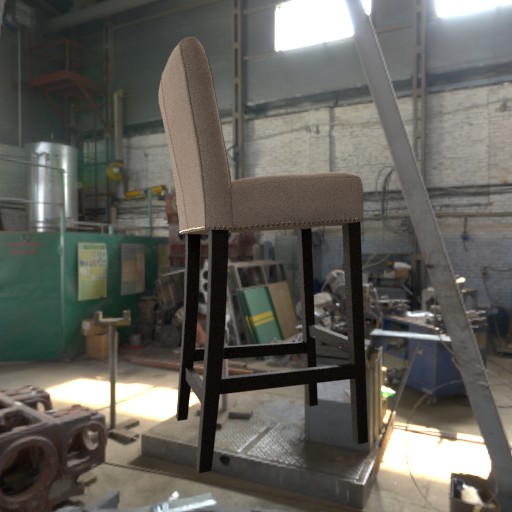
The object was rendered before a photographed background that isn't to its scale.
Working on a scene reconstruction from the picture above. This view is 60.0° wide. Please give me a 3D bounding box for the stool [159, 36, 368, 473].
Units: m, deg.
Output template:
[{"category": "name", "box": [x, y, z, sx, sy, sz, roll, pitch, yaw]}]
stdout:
[{"category": "stool", "box": [0.000, 0.000, 1.310, 0.548, 1.047, 0.411, 0, 1, -19]}]
